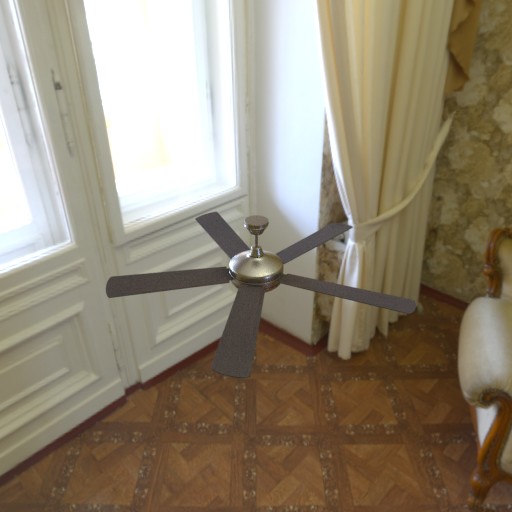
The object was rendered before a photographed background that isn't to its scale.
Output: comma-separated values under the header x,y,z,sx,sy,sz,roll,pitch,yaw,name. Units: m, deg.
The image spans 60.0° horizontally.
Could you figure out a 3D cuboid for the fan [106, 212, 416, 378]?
x,y,z,sx,sy,sz,roll,pitch,yaw,name
0.000,0.000,2.008,1.321,0.356,1.321,-1,30,-1,fan
